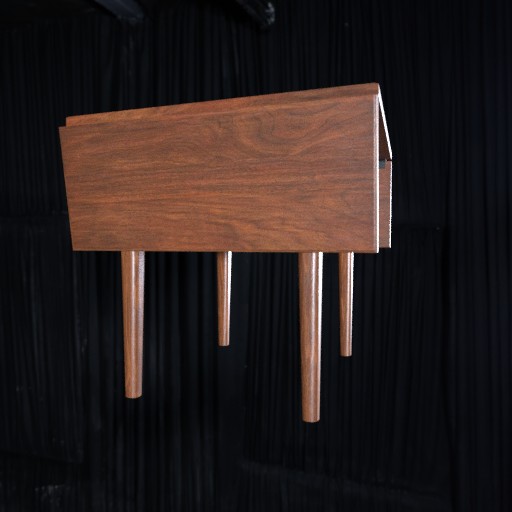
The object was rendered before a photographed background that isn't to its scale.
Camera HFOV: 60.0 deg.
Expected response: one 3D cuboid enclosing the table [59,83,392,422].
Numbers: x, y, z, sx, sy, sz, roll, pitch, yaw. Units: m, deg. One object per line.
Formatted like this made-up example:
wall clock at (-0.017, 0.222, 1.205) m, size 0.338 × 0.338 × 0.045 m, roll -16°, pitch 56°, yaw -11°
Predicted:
table at (0.000, 0.000, 1.444) m, size 0.812 × 0.763 × 0.843 m, roll 1°, pitch 2°, yaw 19°
